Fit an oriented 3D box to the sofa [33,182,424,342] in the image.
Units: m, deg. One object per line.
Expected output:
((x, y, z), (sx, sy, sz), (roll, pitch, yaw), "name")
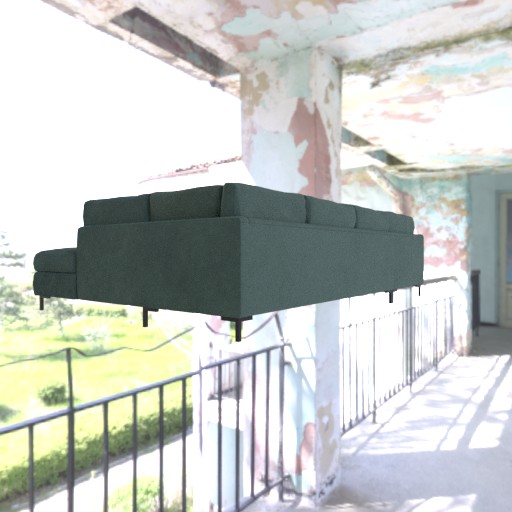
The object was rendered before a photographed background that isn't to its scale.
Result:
((0.000, 0.000, 3.281), (1.707, 0.687, 2.486), (0, 1, 37), "sofa")
